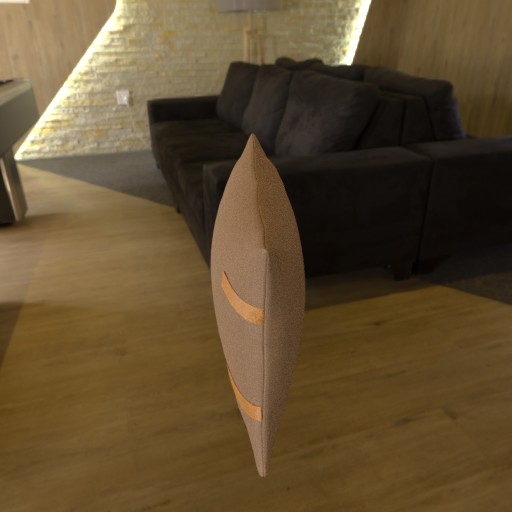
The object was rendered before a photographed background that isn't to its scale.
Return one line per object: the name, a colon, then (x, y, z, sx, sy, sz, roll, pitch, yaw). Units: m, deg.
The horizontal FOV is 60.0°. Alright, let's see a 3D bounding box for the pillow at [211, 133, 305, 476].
pillow: (0.000, 0.000, 0.748, 0.148, 0.308, 0.612, -1, 26, -1)
